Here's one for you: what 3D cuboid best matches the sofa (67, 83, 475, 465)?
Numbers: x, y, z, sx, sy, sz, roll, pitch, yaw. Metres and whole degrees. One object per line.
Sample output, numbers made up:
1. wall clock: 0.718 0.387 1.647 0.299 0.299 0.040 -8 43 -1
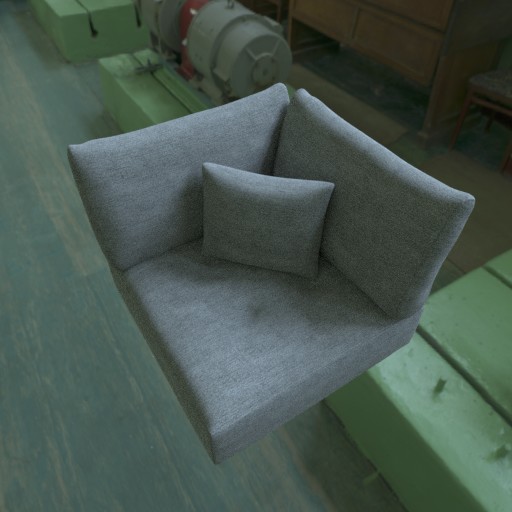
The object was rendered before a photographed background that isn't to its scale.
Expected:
1. sofa: 0.000 0.000 1.728 1.000 0.820 1.000 -25 51 -22
